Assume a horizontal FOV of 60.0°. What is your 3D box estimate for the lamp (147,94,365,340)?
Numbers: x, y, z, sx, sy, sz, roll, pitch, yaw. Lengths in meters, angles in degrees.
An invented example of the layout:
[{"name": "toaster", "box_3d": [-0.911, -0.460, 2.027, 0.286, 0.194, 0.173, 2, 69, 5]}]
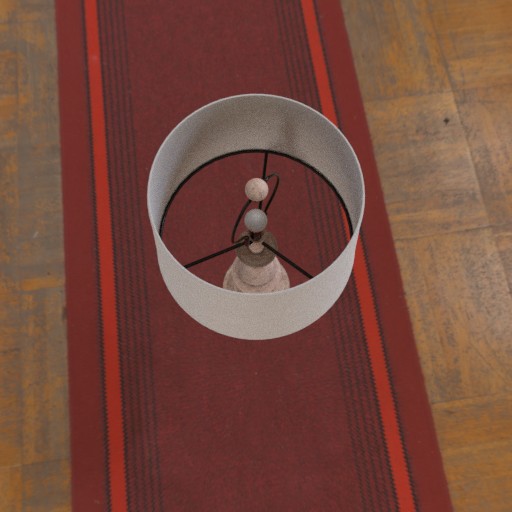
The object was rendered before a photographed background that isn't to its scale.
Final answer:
[{"name": "lamp", "box_3d": [0.000, 0.000, 0.869, 0.340, 0.678, 0.340, 0, 75, 0]}]
